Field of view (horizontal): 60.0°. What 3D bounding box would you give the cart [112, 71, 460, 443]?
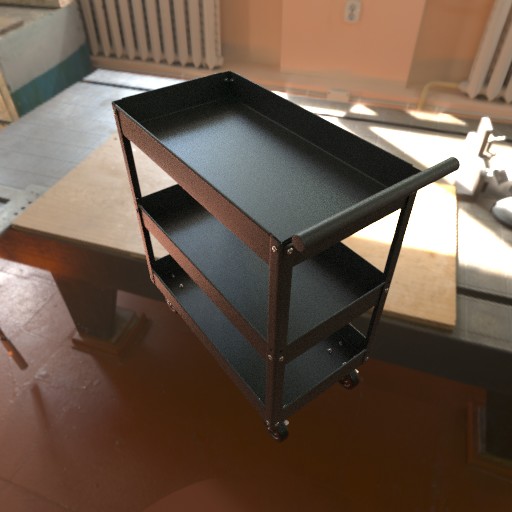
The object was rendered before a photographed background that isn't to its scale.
[{"bbox_3d":[0.000,0.000,1.171,0.366,0.780,0.719,-27,49,-26],"label":"cart"}]
